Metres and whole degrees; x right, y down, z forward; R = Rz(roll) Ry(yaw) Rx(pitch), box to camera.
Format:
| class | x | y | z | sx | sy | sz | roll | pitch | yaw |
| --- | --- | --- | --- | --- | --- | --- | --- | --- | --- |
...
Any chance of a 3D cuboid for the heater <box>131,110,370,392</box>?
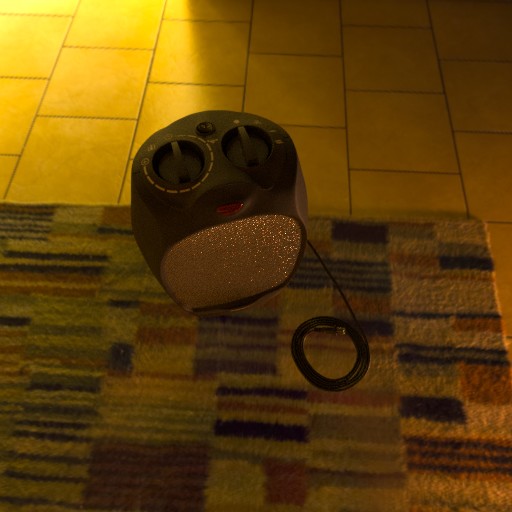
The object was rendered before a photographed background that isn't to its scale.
| class | x | y | z | sx | sy | sz | roll | pitch | yaw |
| --- | --- | --- | --- | --- | --- | --- | --- | --- | --- |
| heater | 0.000 | 0.000 | 0.482 | 0.239 | 0.255 | 0.291 | -15 | 64 | -8 |
